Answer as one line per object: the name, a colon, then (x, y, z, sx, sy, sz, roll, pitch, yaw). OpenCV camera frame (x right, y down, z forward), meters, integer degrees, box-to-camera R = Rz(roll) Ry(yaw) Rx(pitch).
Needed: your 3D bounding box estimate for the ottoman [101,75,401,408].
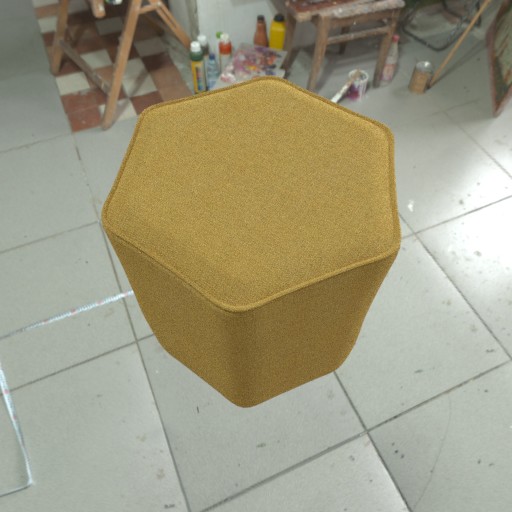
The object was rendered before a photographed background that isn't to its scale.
ottoman: (0.000, 0.000, 0.887, 0.494, 0.502, 0.443, 32, 62, 19)
